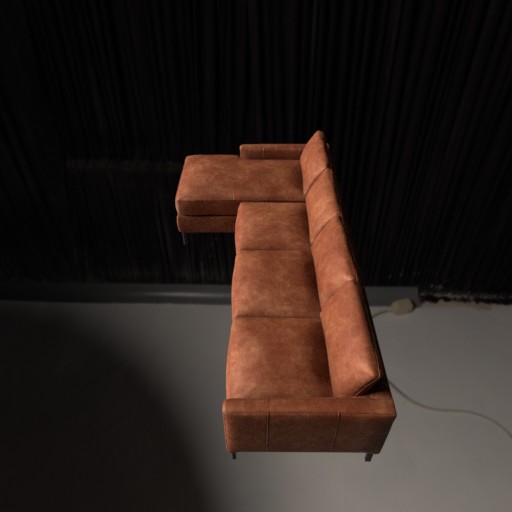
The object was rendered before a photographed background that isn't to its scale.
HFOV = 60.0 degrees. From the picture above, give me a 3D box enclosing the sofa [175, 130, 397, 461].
[{"bbox_3d":[0.000,0.000,3.525,1.471,0.859,2.993,0,41,0],"label":"sofa"}]
